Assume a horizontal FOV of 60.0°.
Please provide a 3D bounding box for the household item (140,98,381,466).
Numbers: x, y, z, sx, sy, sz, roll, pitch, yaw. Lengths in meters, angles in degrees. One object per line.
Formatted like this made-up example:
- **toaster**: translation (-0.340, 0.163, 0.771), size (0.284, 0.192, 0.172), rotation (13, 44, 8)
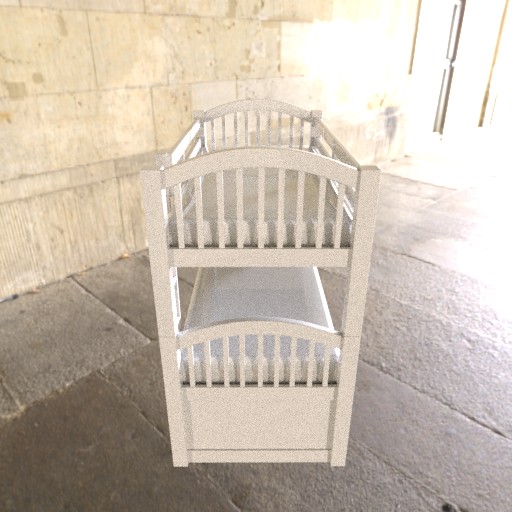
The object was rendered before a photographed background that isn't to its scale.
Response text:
- **household item**: translation (0.000, 0.000, 3.330), size (1.143, 2.032, 2.032), rotation (0, 26, 0)
